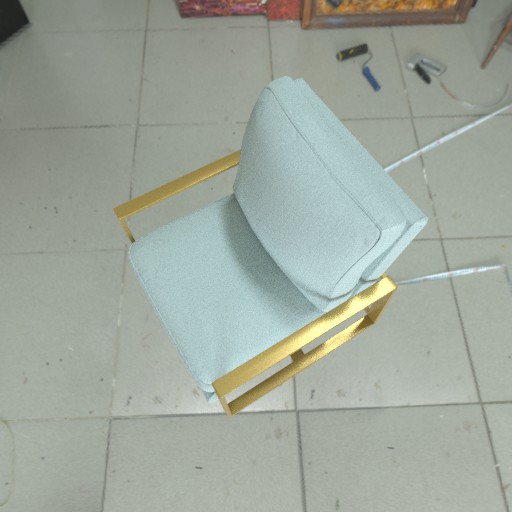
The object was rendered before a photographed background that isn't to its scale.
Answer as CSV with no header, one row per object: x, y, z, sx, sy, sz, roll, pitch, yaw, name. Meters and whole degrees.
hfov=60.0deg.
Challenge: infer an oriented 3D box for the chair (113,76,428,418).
0.000,0.000,1.607,0.813,0.956,0.758,-29,68,-13,chair
